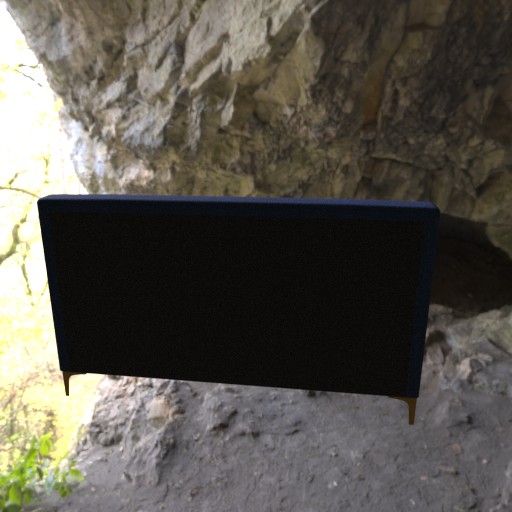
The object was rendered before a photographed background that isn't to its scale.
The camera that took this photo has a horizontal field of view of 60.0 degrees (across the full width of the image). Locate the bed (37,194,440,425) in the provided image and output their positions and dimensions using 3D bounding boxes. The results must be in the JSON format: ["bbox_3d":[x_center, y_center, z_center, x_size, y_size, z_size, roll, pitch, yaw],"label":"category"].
[{"bbox_3d":[0.000,0.000,3.450,2.096,1.231,2.232,2,16,7],"label":"bed"}]
